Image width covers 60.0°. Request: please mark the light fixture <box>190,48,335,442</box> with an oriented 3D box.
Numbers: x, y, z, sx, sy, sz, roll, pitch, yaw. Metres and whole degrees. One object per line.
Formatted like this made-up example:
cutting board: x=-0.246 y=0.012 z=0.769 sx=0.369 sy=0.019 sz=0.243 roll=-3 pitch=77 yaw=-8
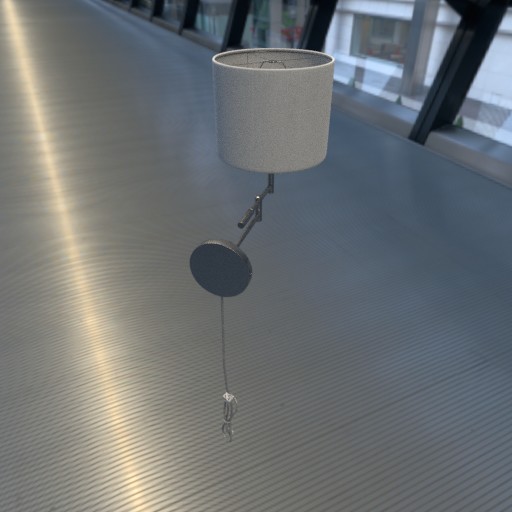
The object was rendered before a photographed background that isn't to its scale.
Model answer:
light fixture: x=0.000 y=0.000 z=1.058 sx=0.253 sy=0.842 sz=0.479 roll=10 pitch=35 yaw=15
